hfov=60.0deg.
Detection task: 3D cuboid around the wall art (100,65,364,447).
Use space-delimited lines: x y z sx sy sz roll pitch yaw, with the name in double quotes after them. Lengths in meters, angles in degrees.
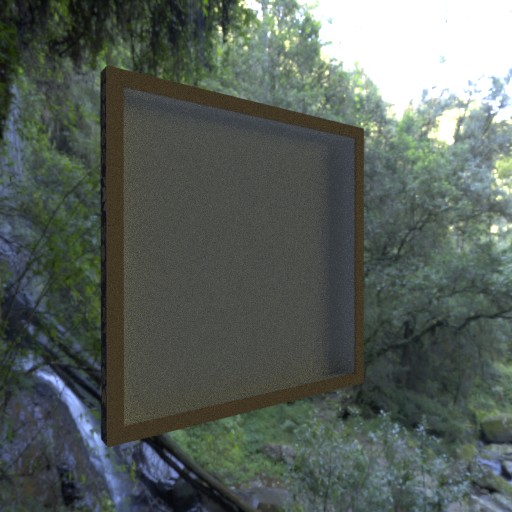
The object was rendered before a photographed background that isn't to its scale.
0.000 0.000 0.901 0.612 0.612 0.038 0 0 -36 "wall art"
